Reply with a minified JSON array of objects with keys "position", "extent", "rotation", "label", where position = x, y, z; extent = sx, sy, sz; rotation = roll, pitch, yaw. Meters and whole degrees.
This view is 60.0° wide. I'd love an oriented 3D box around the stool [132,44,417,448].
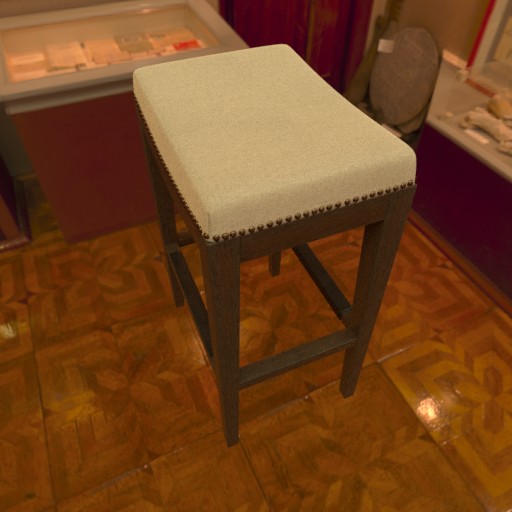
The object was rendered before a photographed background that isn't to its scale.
[{"position":[0.000,0.000,1.030],"extent":[0.358,0.759,0.498],"rotation":[-17,49,-16],"label":"stool"}]
